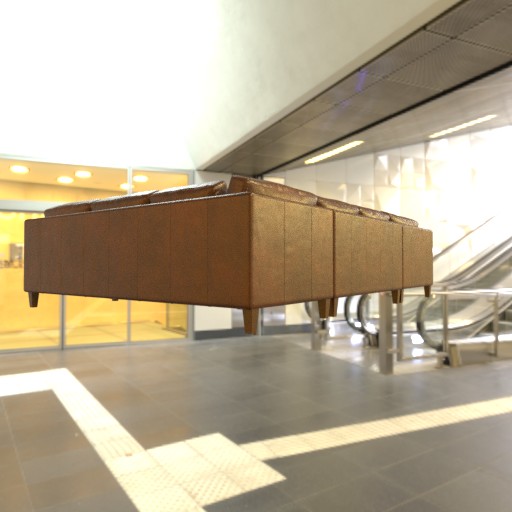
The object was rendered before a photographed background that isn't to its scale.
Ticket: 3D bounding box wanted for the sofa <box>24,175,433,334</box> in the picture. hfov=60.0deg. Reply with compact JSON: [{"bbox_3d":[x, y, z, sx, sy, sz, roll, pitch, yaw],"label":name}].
[{"bbox_3d":[0.000,0.000,4.349,2.452,0.891,3.324,-1,-1,37],"label":"sofa"}]
